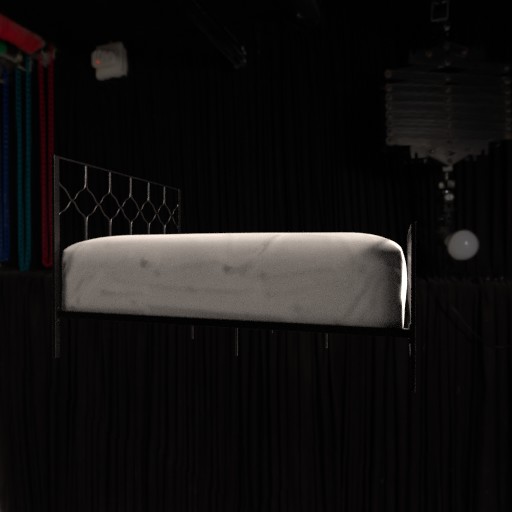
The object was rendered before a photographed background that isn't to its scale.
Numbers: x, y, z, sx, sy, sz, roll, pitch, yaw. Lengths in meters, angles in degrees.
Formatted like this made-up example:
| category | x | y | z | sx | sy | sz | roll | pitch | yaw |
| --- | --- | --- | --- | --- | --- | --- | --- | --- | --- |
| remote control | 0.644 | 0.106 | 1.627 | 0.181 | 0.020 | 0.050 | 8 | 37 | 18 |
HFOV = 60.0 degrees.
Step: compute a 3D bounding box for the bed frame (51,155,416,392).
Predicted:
| category | x | y | z | sx | sy | sz | roll | pitch | yaw |
| --- | --- | --- | --- | --- | --- | --- | --- | --- | --- |
| bed frame | 0.000 | 0.000 | 3.106 | 2.063 | 1.222 | 1.597 | 0 | 1 | 18 |
